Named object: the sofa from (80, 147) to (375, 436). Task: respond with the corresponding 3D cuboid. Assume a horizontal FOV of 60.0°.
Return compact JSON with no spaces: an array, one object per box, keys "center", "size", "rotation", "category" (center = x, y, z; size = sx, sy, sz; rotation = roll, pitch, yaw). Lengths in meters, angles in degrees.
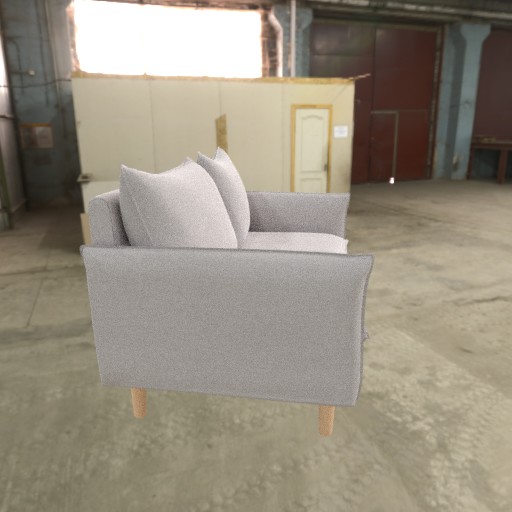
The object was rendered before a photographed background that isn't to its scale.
[{"center":[0.000,0.000,1.832],"size":[0.820,0.840,1.300],"rotation":[2,16,8],"category":"sofa"}]
